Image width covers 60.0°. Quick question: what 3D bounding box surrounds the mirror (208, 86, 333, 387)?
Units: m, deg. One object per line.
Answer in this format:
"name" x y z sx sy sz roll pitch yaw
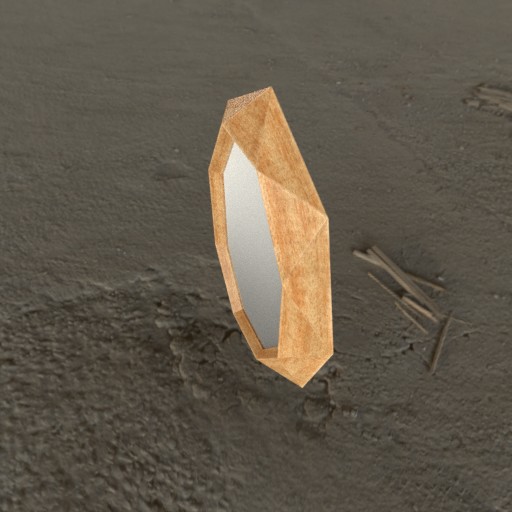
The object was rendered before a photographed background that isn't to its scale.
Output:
"mirror" 0.000 0.000 0.996 0.070 0.774 0.577 -18 48 -16
